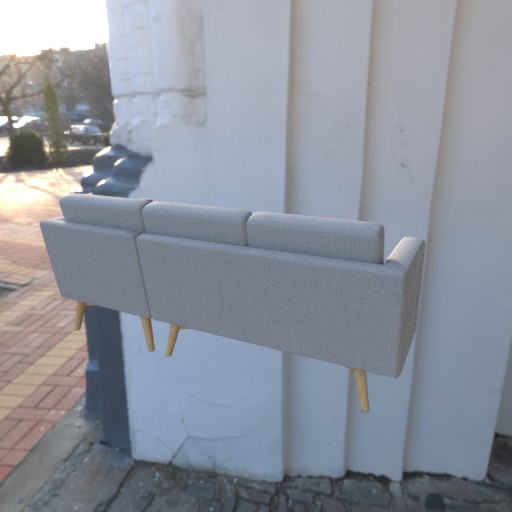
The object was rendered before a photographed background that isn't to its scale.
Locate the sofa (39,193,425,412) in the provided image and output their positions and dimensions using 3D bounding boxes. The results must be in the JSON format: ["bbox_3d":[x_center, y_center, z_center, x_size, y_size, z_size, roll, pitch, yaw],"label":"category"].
[{"bbox_3d":[0.000,0.000,2.816,2.040,0.860,1.530,8,19,25],"label":"sofa"}]
